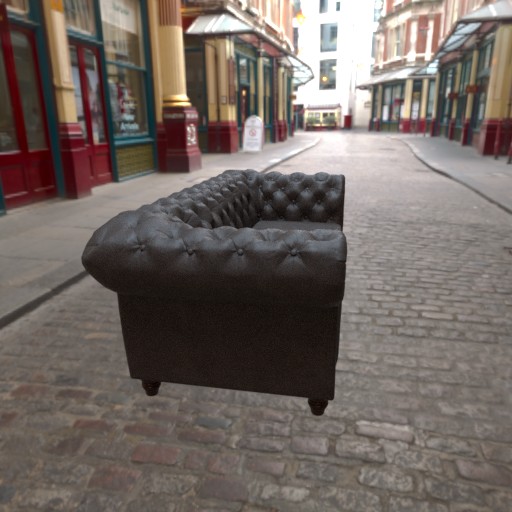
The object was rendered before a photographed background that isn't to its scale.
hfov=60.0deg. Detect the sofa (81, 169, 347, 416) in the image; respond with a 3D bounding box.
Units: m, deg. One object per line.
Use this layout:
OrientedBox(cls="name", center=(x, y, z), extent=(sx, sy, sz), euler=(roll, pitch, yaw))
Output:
OrientedBox(cls="sofa", center=(0.000, 0.000, 2.450), extent=(0.944, 0.779, 2.048), euler=(3, 17, 10))
